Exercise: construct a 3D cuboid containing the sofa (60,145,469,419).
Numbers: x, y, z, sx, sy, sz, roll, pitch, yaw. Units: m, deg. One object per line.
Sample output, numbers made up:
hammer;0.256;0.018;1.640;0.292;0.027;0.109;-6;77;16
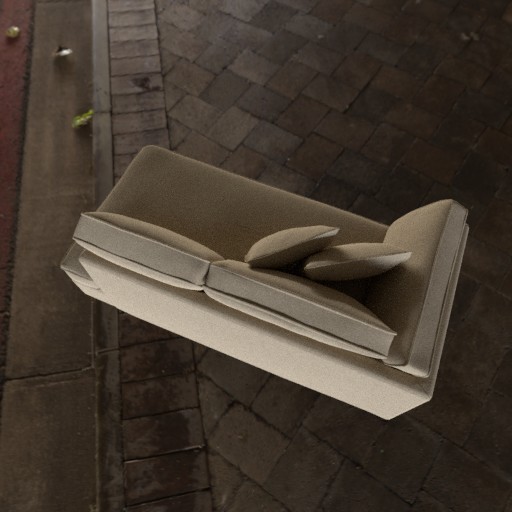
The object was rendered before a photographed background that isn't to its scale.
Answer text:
sofa;0.000;0.000;2.779;2.237;1.033;1.110;20;65;10
